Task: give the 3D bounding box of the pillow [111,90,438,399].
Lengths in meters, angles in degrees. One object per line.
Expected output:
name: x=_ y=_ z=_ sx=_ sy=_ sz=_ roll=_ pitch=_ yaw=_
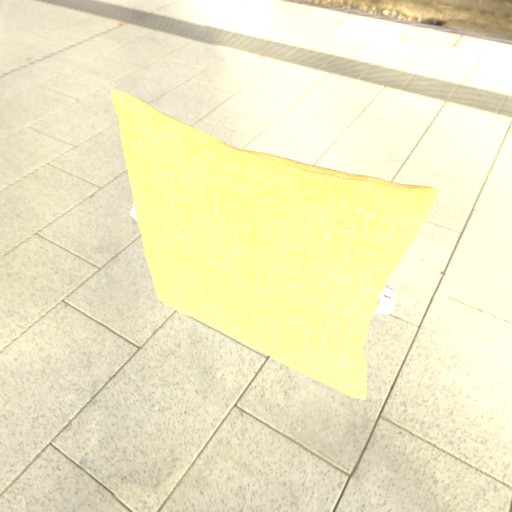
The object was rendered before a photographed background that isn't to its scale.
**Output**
pillow: x=0.000 y=0.000 z=0.736 sx=0.485 sy=0.481 sz=0.167 roll=23 pitch=50 yaw=20
